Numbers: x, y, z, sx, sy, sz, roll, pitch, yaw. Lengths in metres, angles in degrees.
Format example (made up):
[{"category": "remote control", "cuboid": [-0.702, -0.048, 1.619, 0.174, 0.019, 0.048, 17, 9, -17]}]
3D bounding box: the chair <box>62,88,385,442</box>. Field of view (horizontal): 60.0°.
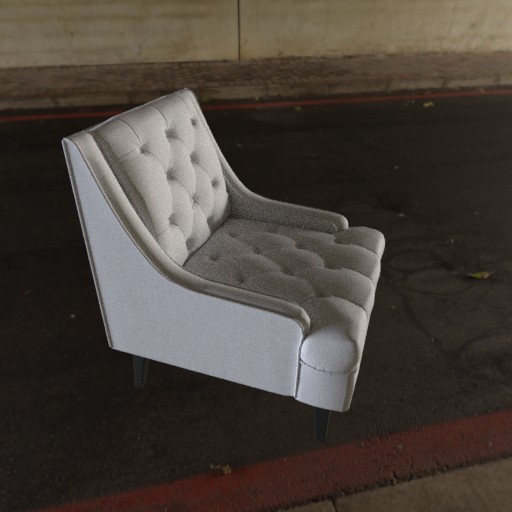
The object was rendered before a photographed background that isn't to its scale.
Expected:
[{"category": "chair", "cuboid": [0.000, 0.000, 1.427, 0.772, 0.891, 0.658, 10, 33, 16]}]
